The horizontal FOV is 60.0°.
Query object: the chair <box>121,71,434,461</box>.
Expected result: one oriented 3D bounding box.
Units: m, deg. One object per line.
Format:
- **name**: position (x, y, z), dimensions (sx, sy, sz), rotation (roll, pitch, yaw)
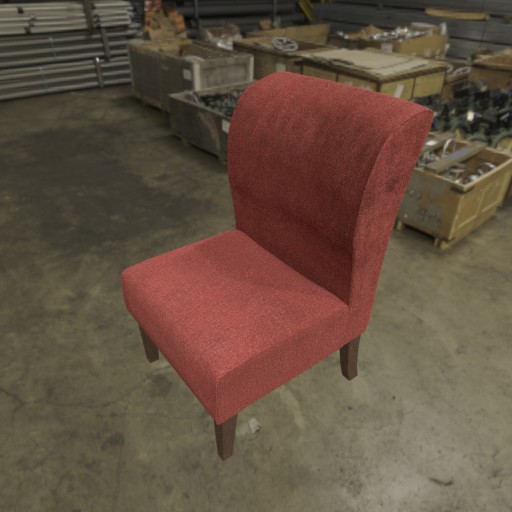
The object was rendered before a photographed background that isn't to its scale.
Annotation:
- **chair**: position (0.000, 0.000, 1.248), dimensions (0.640, 0.846, 0.538), rotation (-22, 39, -30)
